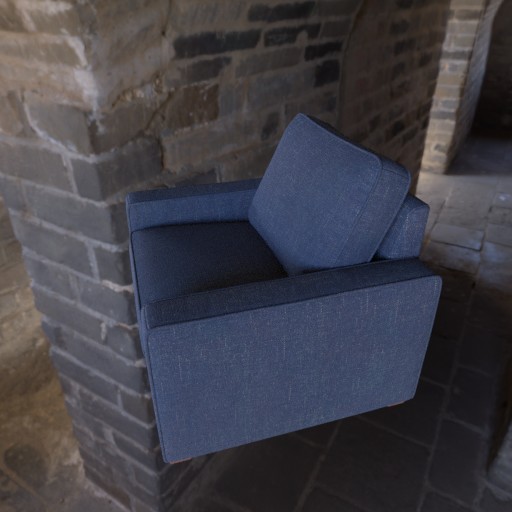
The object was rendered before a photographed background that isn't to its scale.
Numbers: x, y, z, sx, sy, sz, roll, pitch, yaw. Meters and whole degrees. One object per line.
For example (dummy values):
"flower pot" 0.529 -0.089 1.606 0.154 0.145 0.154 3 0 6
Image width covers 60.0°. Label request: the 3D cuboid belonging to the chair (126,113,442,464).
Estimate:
"chair" 0.000 0.000 1.720 0.940 0.919 1.017 -9 31 -15
